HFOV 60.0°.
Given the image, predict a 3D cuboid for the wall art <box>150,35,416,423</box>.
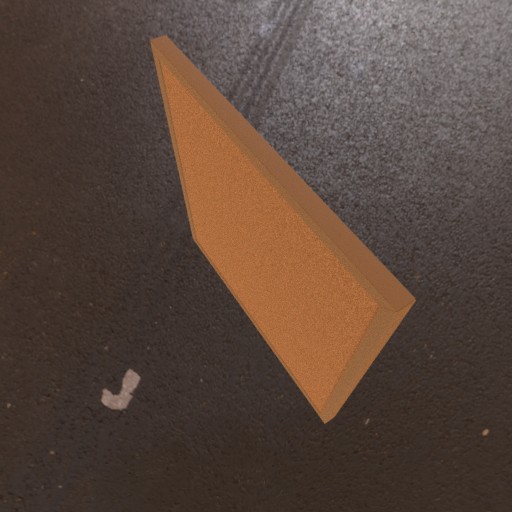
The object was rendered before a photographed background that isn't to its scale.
[{"bbox_3d":[0.000,0.000,1.109,0.037,0.761,0.761,-30,63,-17],"label":"wall art"}]
